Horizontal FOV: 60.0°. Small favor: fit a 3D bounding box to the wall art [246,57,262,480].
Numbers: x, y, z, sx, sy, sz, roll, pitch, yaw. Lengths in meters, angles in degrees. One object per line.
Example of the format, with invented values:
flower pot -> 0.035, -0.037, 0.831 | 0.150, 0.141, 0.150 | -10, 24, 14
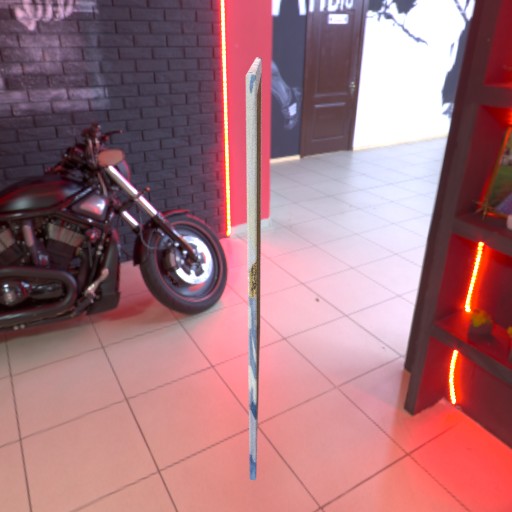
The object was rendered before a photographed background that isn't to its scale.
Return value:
wall art -> 0.000, 0.000, 1.144 | 0.016, 0.914, 0.610 | 1, 26, 1
